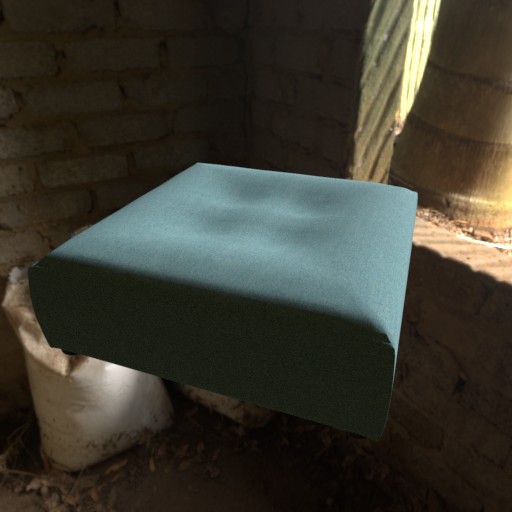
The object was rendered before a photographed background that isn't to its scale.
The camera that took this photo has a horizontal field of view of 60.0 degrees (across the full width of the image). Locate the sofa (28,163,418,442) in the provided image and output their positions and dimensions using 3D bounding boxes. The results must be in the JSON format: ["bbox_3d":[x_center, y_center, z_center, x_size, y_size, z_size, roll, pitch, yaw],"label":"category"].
[{"bbox_3d":[0.000,0.000,1.423,0.930,0.330,0.930,10,30,18],"label":"sofa"}]
